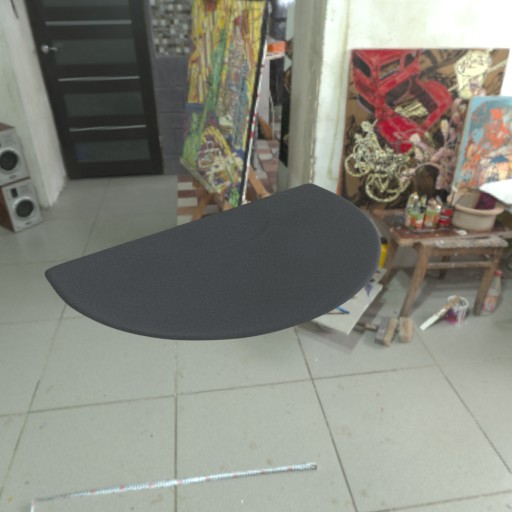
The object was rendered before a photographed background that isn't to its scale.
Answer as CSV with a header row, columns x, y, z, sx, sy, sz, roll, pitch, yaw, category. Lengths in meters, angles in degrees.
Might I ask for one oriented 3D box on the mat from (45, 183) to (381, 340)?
x,y,z,sx,sy,sz,roll,pitch,yaw,category
0.000,0.000,1.911,1.525,0.016,0.917,-22,38,-31,mat
